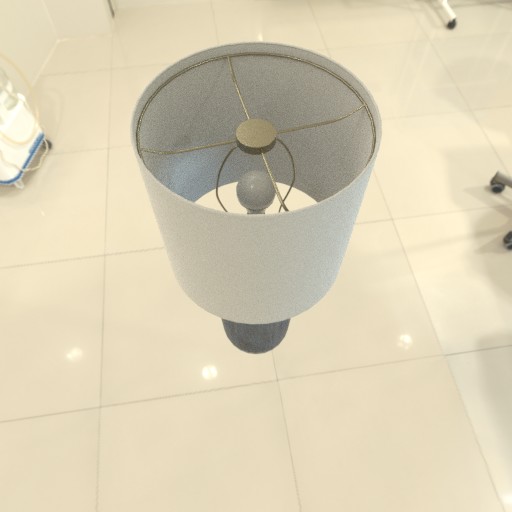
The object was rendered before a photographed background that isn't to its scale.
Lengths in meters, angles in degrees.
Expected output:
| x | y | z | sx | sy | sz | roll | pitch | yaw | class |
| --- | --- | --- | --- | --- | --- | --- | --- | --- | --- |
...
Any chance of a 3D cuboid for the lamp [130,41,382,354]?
| x | y | z | sx | sy | sz | roll | pitch | yaw | class |
| --- | --- | --- | --- | --- | --- | --- | --- | --- | --- |
| 0.000 | 0.000 | 0.594 | 0.220 | 0.475 | 0.220 | -1 | 59 | -1 | lamp |
